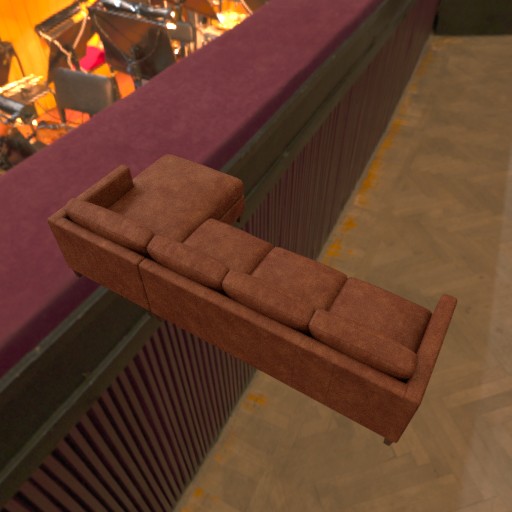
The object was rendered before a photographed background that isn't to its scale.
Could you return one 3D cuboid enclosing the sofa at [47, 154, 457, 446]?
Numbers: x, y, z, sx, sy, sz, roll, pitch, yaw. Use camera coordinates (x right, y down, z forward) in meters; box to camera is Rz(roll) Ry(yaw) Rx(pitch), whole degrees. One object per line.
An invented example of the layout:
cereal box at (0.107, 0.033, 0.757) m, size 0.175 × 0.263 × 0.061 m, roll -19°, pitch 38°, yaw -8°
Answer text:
sofa at (0.000, 0.000, 3.858) m, size 3.203 × 0.883 × 1.581 m, roll 24°, pitch 51°, yaw 21°
